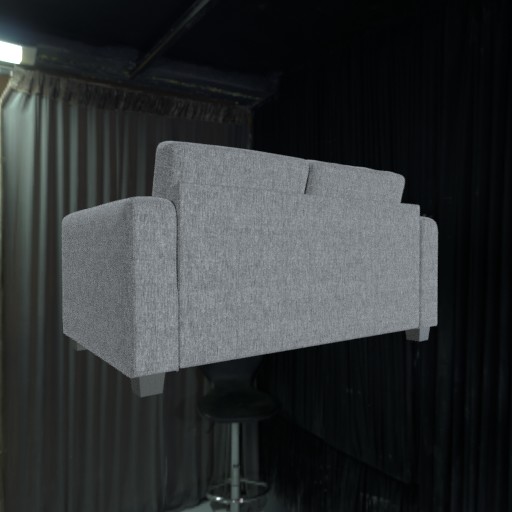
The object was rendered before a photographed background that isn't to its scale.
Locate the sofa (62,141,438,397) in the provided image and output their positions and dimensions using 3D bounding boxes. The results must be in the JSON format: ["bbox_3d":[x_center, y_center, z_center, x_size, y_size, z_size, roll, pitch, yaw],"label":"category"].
[{"bbox_3d":[0.000,0.000,2.030,1.520,0.800,0.900,-1,1,-35],"label":"sofa"}]
